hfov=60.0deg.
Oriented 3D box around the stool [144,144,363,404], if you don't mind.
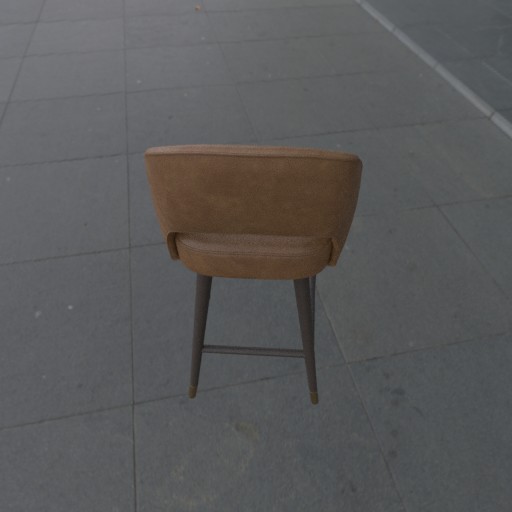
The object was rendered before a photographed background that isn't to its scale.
[{"bbox_3d":[0.000,0.000,1.295,0.494,1.037,0.509,2,46,2],"label":"stool"}]
